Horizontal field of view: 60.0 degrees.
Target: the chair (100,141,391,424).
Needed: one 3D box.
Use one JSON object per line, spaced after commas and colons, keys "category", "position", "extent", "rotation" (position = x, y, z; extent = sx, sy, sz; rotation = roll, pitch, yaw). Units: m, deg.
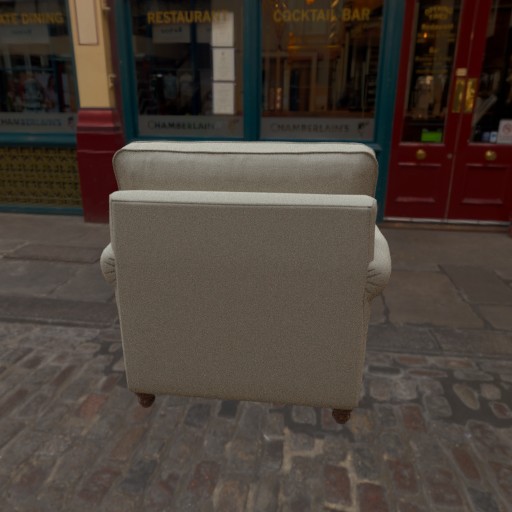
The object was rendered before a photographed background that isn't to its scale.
{"category": "chair", "position": [0.000, 0.000, 1.873], "extent": [1.029, 0.967, 0.966], "rotation": [2, 18, 7]}
